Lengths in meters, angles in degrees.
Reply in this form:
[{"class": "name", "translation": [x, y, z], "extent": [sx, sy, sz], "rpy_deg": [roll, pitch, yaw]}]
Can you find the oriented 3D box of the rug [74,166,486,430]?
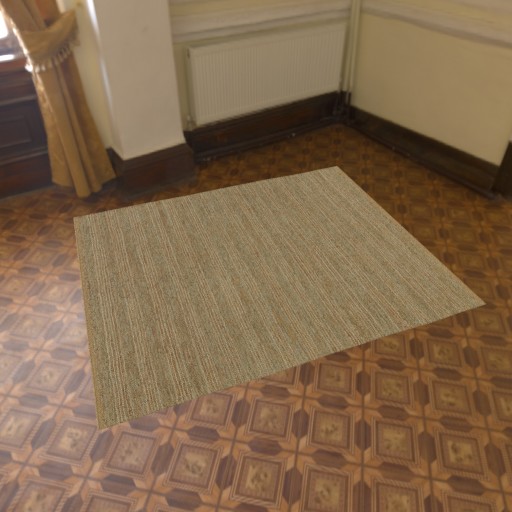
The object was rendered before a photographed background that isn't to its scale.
[{"class": "rug", "translation": [0.000, 0.000, 4.043], "extent": [3.034, 0.012, 2.471], "rpy_deg": [-14, 42, -16]}]
